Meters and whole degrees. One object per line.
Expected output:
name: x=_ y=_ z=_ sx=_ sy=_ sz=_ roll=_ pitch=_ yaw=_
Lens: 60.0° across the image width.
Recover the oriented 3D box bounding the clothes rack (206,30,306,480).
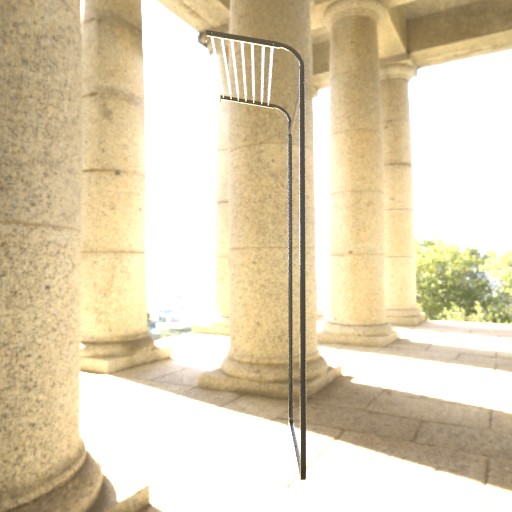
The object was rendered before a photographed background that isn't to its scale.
clothes rack: x=0.000 y=0.000 z=1.835 sx=0.349 sy=1.574 sz=0.609 roll=0 pitch=-1 yaw=0
